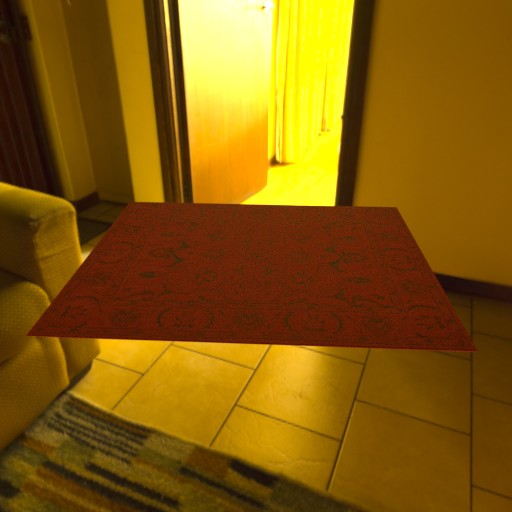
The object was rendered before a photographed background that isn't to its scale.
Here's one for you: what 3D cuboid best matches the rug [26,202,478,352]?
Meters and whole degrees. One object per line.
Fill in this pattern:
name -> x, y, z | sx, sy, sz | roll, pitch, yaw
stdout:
rug -> 0.000, 0.000, 3.864 | 2.929, 0.012, 2.300 | 1, 30, 3
